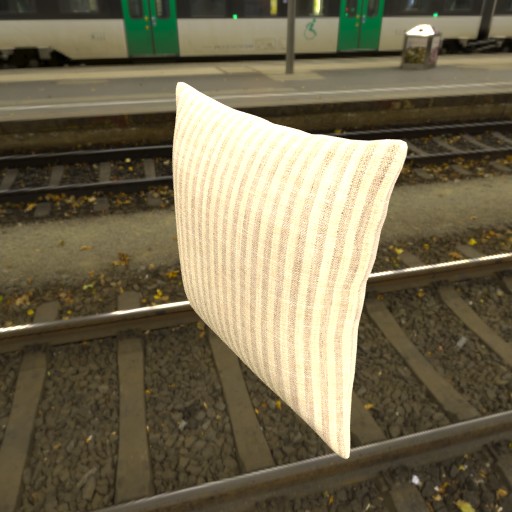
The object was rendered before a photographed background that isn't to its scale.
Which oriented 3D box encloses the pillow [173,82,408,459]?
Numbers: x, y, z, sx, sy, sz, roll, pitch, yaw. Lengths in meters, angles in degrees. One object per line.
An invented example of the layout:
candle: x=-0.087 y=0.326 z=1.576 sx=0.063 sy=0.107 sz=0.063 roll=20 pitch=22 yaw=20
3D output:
pillow: x=0.000 y=0.000 z=0.769 sx=0.166 sy=0.510 sz=0.523 roll=-20 pitch=35 yaw=-31
